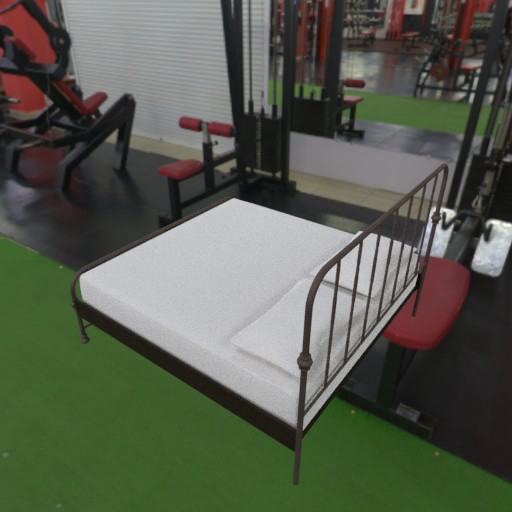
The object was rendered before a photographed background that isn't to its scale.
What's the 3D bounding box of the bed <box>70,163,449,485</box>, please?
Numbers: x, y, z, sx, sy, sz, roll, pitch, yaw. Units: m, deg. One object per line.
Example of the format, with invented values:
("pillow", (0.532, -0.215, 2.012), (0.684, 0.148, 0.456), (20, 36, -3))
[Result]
("bed", (0.000, 0.000, 3.453), (2.134, 1.446, 2.044), (21, 37, 31))
